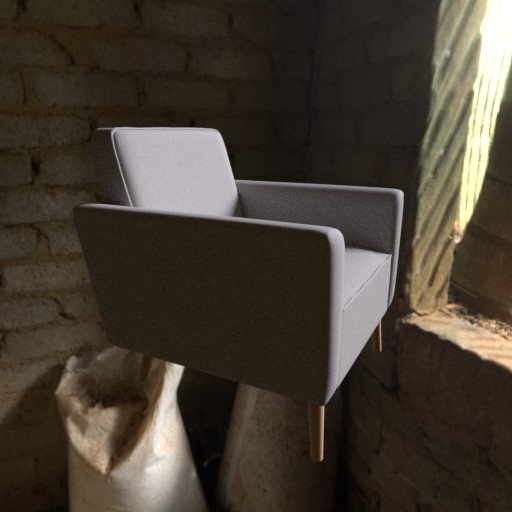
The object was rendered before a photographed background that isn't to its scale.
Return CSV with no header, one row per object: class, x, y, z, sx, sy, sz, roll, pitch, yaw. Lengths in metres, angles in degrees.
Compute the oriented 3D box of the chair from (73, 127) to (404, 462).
chair,0.000,0.000,1.394,0.750,0.780,0.780,8,17,27
